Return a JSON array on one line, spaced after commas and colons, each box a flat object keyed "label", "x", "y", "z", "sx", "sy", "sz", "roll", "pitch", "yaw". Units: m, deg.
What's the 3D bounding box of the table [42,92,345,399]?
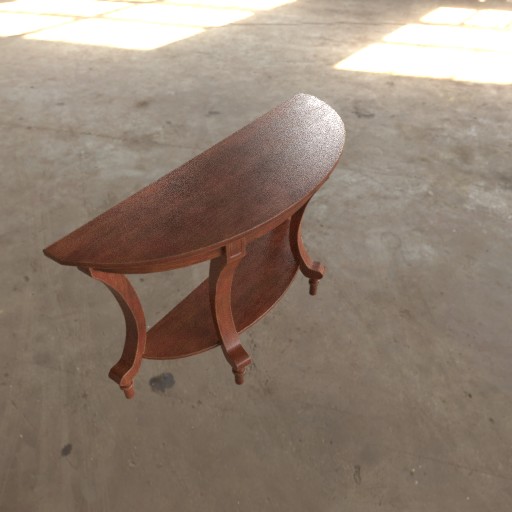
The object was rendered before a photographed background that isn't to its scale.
[{"label": "table", "x": 0.000, "y": 0.000, "z": 1.559, "sx": 0.394, "sy": 0.699, "sz": 1.198, "roll": 25, "pitch": 47, "yaw": 25}]
